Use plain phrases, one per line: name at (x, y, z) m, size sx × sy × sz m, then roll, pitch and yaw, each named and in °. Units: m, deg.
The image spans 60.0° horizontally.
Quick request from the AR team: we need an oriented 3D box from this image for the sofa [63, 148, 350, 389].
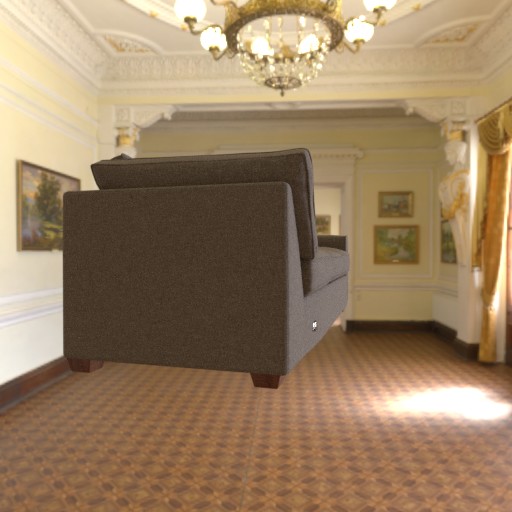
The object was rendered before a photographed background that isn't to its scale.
sofa at (0.000, 0.000, 2.831) m, size 1.061 × 0.962 × 2.317 m, roll 0°, pitch 1°, yaw 17°
